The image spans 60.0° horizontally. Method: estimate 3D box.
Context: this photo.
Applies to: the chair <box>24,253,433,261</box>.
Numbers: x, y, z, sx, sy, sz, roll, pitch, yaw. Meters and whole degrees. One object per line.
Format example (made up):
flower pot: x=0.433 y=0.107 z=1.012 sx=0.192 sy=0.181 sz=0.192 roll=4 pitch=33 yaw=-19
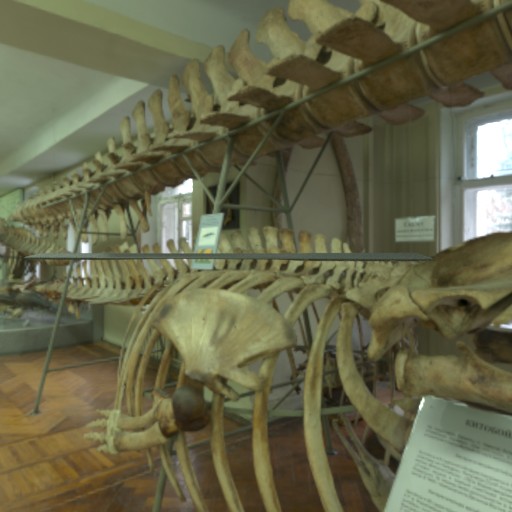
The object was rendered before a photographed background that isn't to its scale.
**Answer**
chair: x=0.000 y=0.000 z=1.921 sx=1.372 sy=0.024 sz=1.219 roll=0 pitch=0 yaw=19
